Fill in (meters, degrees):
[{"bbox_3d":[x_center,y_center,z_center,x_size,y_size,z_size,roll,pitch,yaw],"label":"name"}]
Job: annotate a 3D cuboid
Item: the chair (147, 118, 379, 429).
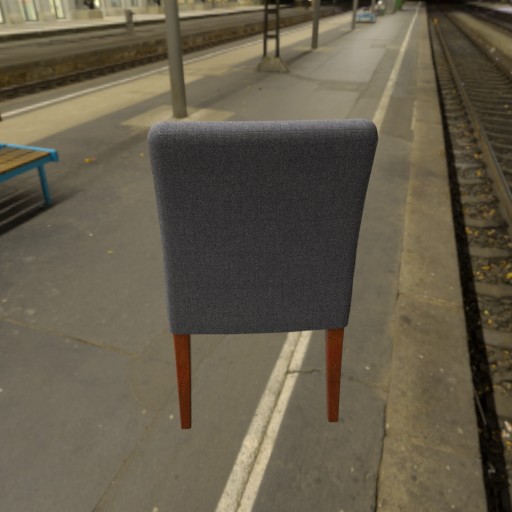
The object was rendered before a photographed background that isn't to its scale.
[{"bbox_3d":[0.000,0.000,1.346,0.508,0.952,0.655,-2,31,-3],"label":"chair"}]
